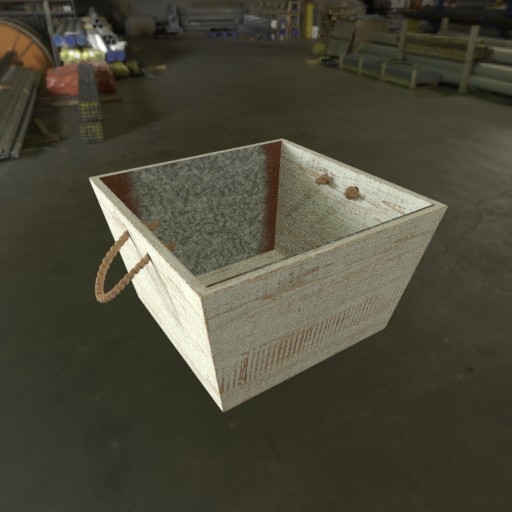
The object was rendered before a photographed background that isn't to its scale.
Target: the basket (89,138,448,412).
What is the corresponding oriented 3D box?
[{"bbox_3d":[0.000,0.000,0.773,0.545,0.247,0.413,-19,36,-28],"label":"basket"}]
